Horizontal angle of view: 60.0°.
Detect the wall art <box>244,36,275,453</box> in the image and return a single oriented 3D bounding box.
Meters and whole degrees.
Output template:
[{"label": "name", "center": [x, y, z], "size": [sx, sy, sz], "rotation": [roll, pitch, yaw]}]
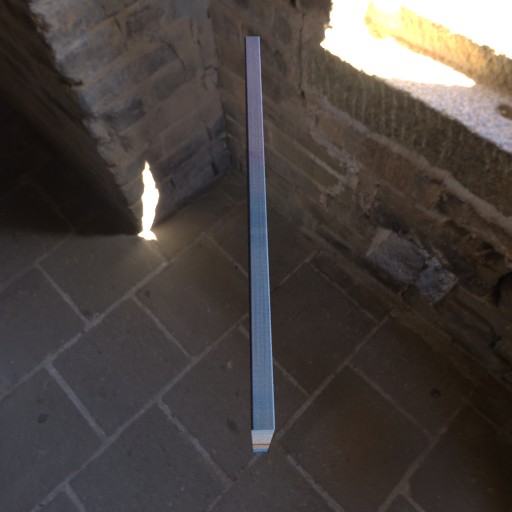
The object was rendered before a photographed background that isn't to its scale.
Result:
[{"label": "wall art", "center": [0.000, 0.000, 1.158], "size": [0.037, 0.605, 0.911], "rotation": [-1, 63, -1]}]
